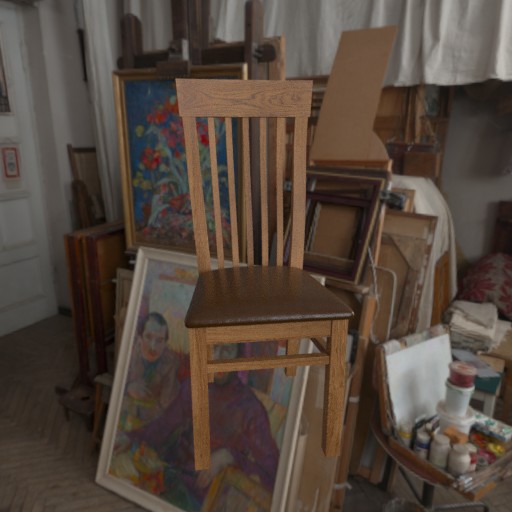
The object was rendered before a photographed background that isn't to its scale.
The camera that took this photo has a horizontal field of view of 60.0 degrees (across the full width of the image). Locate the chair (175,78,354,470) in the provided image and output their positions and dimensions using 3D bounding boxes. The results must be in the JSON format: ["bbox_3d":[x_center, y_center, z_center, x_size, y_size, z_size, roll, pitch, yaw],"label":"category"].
[{"bbox_3d":[0.000,0.000,1.349,0.450,1.050,0.580,-2,16,-7],"label":"chair"}]
